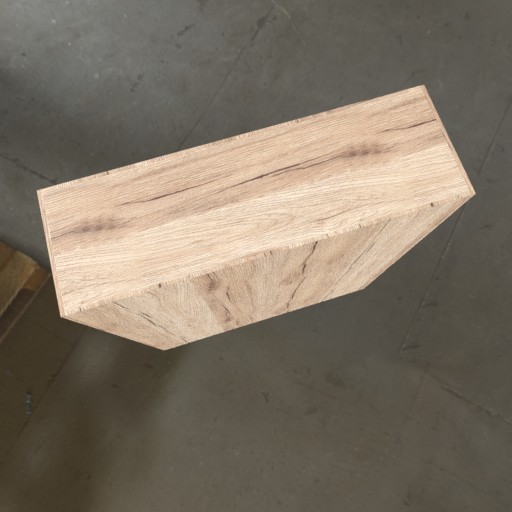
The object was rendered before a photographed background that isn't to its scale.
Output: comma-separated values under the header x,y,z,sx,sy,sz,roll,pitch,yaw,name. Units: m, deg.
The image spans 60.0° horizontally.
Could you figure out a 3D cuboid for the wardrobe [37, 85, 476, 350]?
x,y,z,sx,sy,sz,roll,pitch,yaw,name
0.000,0.000,2.912,1.810,2.070,0.580,-17,75,-5,wardrobe
